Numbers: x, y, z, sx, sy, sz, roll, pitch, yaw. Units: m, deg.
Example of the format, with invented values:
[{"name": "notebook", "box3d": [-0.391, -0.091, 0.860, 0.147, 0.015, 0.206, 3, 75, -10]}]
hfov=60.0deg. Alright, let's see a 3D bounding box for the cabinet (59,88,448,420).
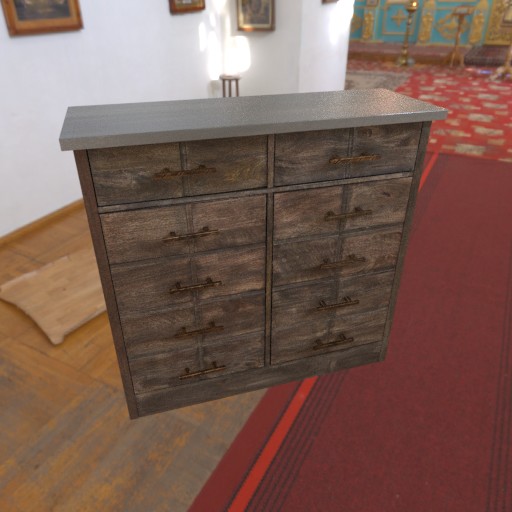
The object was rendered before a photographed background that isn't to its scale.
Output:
[{"name": "cabinet", "box3d": [0.000, 0.000, 1.421, 0.968, 0.919, 0.338, -9, 32, -15]}]
